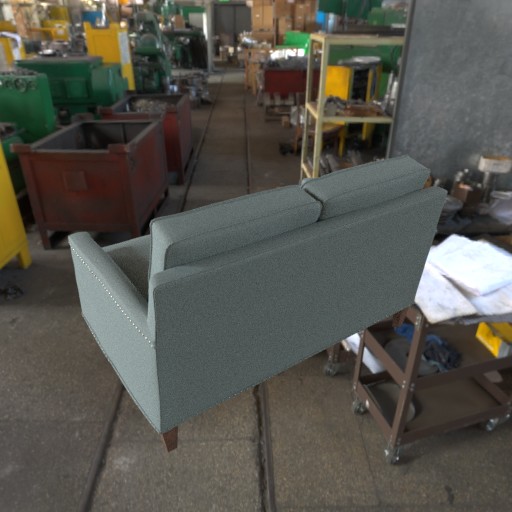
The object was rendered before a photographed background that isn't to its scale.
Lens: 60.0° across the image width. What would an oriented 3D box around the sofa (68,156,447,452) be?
[{"bbox_3d":[0.000,0.000,2.271,1.597,1.003,1.084,-19,33,-30],"label":"sofa"}]
